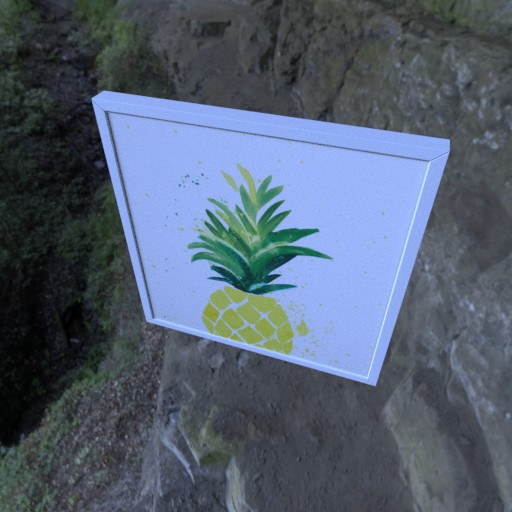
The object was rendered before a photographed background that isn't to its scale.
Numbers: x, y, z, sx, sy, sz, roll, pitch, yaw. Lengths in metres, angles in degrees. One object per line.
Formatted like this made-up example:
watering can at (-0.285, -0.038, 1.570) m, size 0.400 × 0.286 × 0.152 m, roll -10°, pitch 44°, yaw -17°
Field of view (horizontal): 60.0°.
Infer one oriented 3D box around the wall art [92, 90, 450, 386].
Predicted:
wall art at (0.000, 0.000, 0.470) m, size 0.307 × 0.307 × 0.020 m, roll 13°, pitch 43°, yaw 14°
